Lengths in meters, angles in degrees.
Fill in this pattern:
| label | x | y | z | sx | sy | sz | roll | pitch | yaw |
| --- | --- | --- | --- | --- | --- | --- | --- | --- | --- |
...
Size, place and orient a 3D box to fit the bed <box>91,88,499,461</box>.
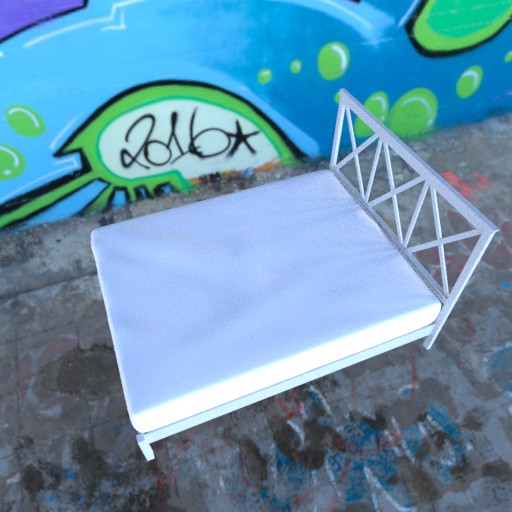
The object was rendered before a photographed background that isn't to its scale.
| label | x | y | z | sx | sy | sz | roll | pitch | yaw |
| --- | --- | --- | --- | --- | --- | --- | --- | --- | --- |
| bed | 0.000 | 0.000 | 3.086 | 2.135 | 1.253 | 1.673 | -17 | 50 | -15 |
